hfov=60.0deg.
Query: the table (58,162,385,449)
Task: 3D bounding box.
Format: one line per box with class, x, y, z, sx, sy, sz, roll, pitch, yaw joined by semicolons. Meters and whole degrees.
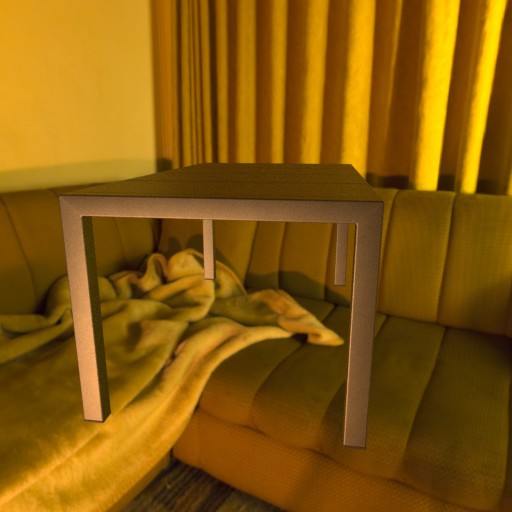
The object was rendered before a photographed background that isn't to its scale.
table;0.000;0.000;1.257;0.559;0.460;0.965;2;15;8
